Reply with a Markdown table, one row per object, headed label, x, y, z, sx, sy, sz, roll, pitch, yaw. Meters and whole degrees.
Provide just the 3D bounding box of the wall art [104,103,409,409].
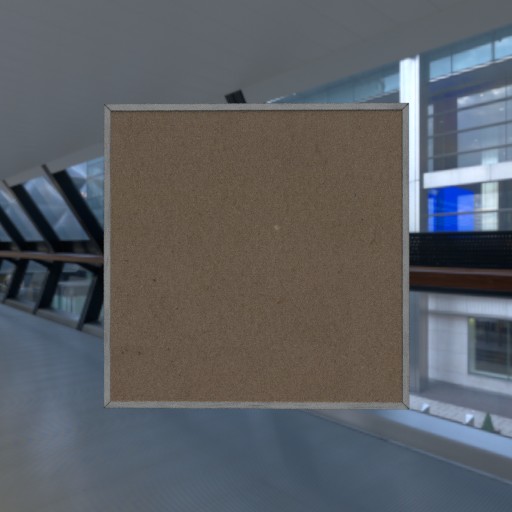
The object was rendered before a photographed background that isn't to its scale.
| label | x | y | z | sx | sy | sz | roll | pitch | yaw |
| --- | --- | --- | --- | --- | --- | --- | --- | --- | --- |
| wall art | 0.000 | 0.000 | 1.125 | 0.762 | 0.762 | 0.038 | 0 | 0 | 1 |
